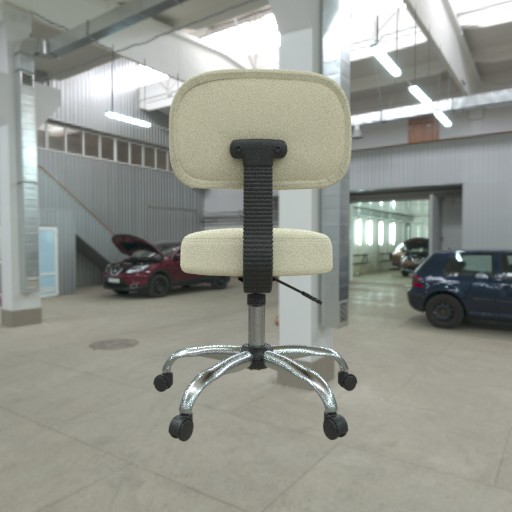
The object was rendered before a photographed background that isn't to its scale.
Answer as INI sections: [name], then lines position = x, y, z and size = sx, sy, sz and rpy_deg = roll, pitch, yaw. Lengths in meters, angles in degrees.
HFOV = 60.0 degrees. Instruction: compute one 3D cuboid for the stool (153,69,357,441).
[stool]
position = 0.000, 0.000, 1.241
size = 0.609, 0.810, 0.616
rpy_deg = 0, 2, -1
